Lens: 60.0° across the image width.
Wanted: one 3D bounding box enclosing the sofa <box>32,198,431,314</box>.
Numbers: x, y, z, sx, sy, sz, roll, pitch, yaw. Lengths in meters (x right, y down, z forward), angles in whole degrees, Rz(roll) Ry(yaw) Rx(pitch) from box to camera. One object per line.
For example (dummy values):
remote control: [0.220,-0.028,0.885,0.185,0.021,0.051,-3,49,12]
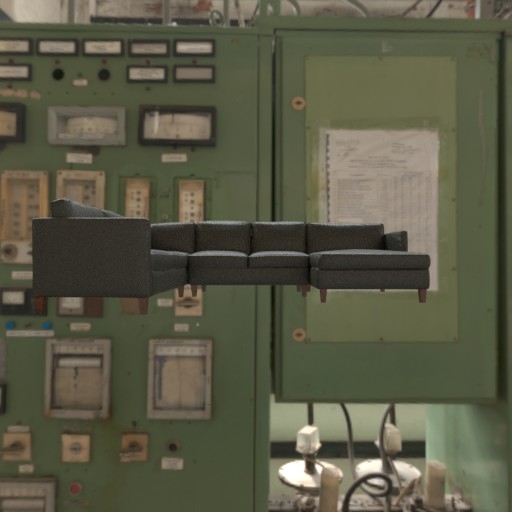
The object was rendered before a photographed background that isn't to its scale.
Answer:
sofa: [0.000,0.000,4.647,3.460,0.923,2.593,0,0,1]
